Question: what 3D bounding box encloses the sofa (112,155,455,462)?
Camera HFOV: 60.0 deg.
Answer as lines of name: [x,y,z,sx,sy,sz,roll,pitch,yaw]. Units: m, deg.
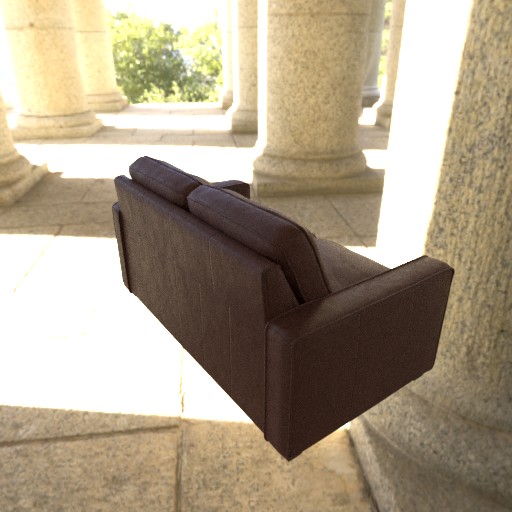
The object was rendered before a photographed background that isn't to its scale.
sofa: [0.000,0.000,2.342,0.947,0.918,1.709,-17,31,-32]
